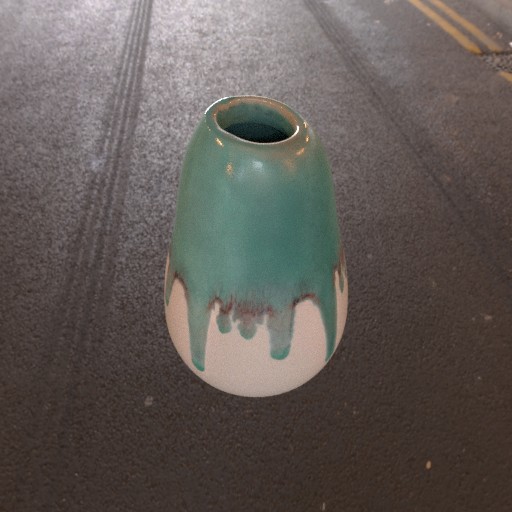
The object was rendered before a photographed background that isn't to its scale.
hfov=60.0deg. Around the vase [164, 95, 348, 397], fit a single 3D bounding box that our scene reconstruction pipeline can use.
[{"bbox_3d":[0.000,0.000,0.258,0.116,0.179,0.116,0,45,0],"label":"vase"}]
